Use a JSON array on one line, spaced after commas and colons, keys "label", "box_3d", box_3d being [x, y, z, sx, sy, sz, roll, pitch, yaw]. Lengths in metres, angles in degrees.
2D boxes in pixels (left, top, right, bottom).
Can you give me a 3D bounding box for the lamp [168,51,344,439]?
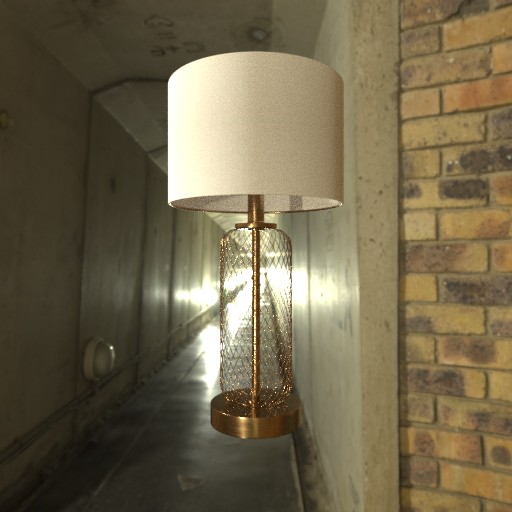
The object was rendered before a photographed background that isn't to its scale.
[{"label": "lamp", "box_3d": [0.000, 0.000, 0.649, 0.252, 0.483, 0.252, 0, 0, -37]}]
